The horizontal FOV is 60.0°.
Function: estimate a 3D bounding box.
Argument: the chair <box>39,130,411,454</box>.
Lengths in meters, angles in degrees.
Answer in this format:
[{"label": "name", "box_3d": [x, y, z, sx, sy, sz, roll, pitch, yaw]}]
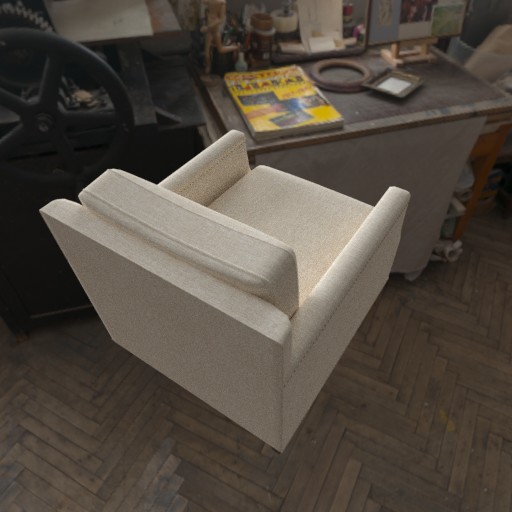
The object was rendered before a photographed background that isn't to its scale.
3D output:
[{"label": "chair", "box_3d": [0.000, 0.000, 1.714, 0.838, 0.940, 1.041, 26, 51, 23]}]
